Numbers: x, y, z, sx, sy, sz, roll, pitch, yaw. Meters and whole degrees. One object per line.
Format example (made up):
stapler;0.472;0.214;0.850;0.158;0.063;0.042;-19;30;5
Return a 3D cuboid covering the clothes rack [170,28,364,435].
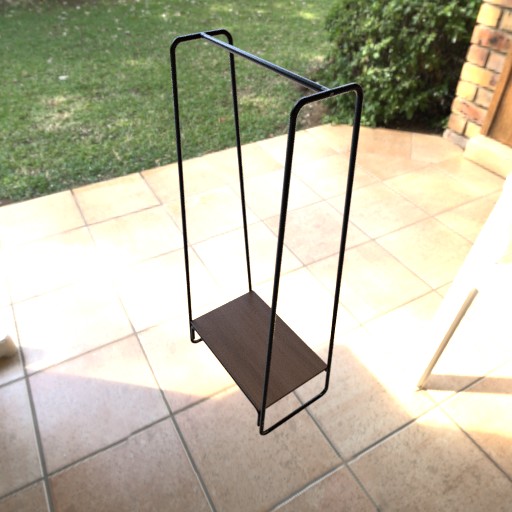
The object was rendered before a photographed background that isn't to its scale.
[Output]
clothes rack;0.000;0.000;1.752;0.400;1.500;0.640;-25;47;-26
